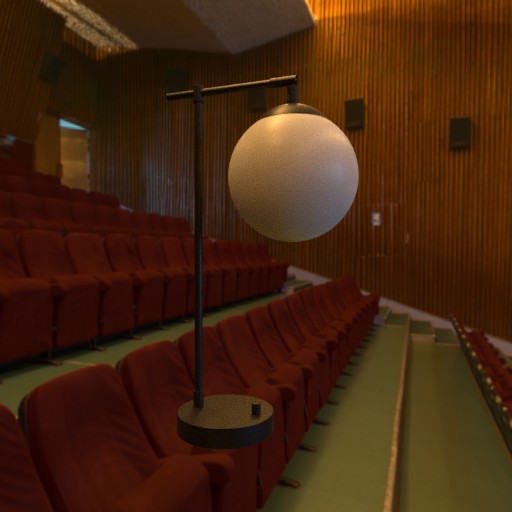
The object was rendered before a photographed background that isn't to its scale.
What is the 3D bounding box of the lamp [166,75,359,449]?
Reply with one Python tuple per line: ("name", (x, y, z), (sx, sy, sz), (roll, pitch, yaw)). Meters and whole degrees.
("lamp", (0.000, 0.000, 0.699), (0.316, 0.559, 0.197), (0, 0, 19))
